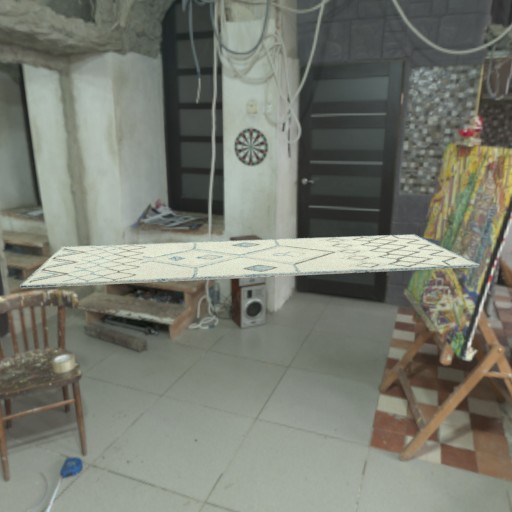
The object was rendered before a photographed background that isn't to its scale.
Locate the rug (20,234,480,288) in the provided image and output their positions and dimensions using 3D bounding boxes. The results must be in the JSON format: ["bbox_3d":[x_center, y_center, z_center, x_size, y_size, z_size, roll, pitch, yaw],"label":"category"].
[{"bbox_3d":[0.000,0.000,2.684,2.434,0.013,0.770,-2,16,-8],"label":"rug"}]
